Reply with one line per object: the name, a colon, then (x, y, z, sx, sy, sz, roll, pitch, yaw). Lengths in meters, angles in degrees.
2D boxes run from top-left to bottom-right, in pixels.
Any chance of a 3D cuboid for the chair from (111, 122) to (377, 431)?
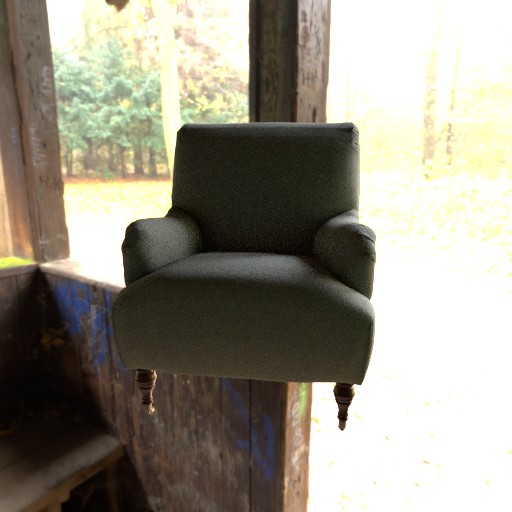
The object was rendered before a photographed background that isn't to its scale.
chair: (0.000, 0.000, 1.974, 0.964, 1.178, 1.060, 2, 14, 8)
